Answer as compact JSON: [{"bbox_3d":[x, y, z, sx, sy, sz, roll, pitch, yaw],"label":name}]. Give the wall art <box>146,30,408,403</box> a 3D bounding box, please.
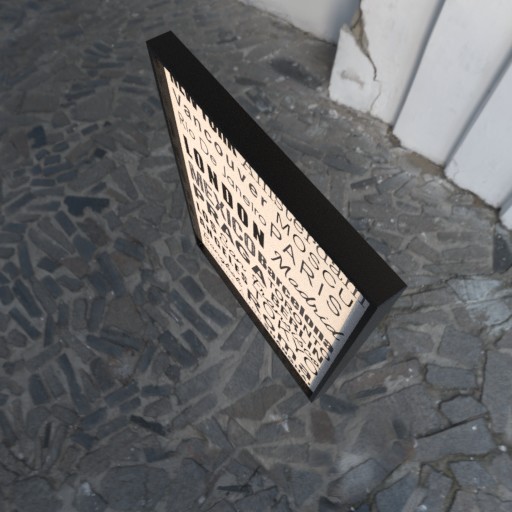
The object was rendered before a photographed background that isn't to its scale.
[{"bbox_3d":[0.000,0.000,0.742,0.038,0.551,0.448,-32,67,-15],"label":"wall art"}]
